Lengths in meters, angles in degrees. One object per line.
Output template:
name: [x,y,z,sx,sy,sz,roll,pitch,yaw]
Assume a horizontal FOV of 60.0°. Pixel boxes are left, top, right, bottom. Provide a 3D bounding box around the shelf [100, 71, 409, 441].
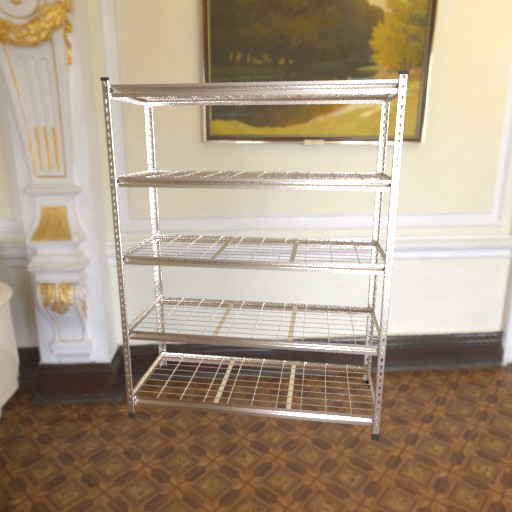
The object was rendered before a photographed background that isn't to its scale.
shelf: [0.000,0.000,2.693,1.524,1.981,0.610,2,15,8]
